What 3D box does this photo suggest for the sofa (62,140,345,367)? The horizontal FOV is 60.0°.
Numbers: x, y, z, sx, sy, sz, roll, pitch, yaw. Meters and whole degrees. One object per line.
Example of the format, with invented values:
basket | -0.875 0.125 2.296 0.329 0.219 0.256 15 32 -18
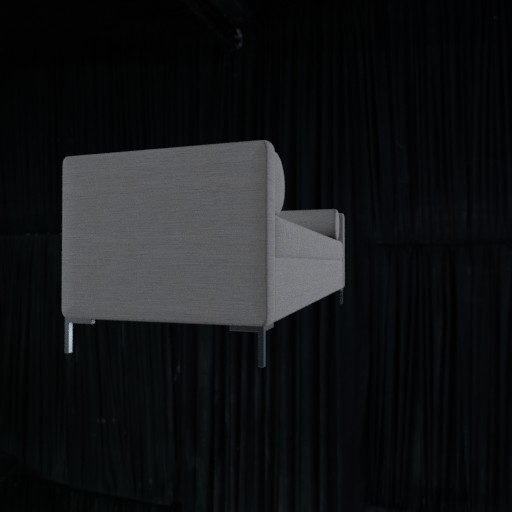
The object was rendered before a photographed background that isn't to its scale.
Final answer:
sofa | 0.000 0.000 2.242 0.686 0.635 1.981 0 -1 17
